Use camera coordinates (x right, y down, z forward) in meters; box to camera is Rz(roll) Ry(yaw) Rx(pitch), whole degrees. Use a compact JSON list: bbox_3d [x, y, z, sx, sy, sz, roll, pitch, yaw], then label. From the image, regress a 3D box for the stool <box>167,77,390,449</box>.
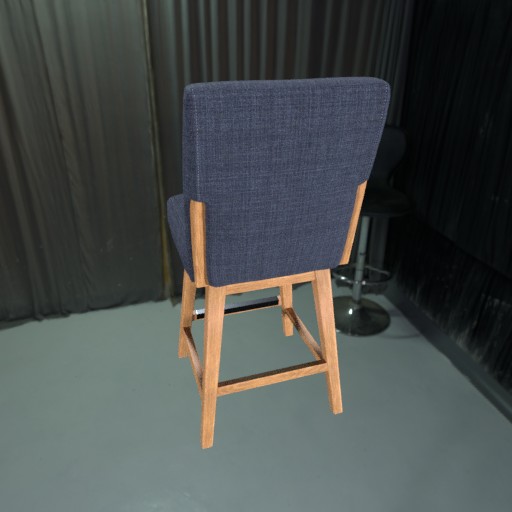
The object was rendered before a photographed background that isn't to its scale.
[{"bbox_3d":[0.000,0.000,1.301,0.459,1.010,0.526,-8,28,-16],"label":"stool"}]
